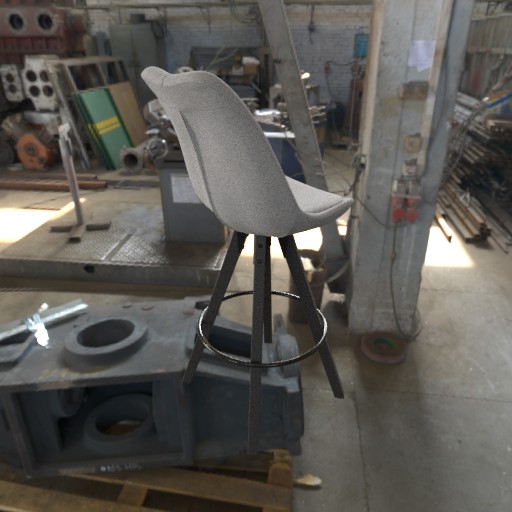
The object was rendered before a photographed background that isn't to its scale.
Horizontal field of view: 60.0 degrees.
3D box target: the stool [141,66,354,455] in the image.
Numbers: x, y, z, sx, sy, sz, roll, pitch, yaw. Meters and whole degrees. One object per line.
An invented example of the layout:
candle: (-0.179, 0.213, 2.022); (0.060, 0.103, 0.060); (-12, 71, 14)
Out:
stool: (0.000, 0.000, 1.410); (0.550, 1.115, 0.485); (-19, 32, -34)
